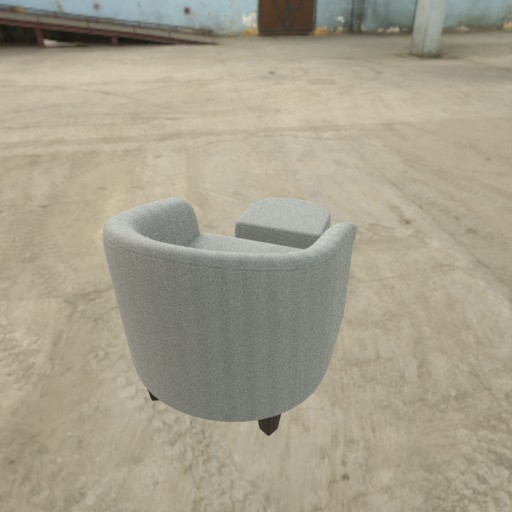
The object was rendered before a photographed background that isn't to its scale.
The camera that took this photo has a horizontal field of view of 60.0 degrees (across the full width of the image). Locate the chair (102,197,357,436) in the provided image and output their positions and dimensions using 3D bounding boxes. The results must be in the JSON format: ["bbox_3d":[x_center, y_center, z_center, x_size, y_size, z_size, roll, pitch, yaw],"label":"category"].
[{"bbox_3d":[0.000,0.000,1.778,0.756,0.757,1.288,10,33,17],"label":"chair"}]
